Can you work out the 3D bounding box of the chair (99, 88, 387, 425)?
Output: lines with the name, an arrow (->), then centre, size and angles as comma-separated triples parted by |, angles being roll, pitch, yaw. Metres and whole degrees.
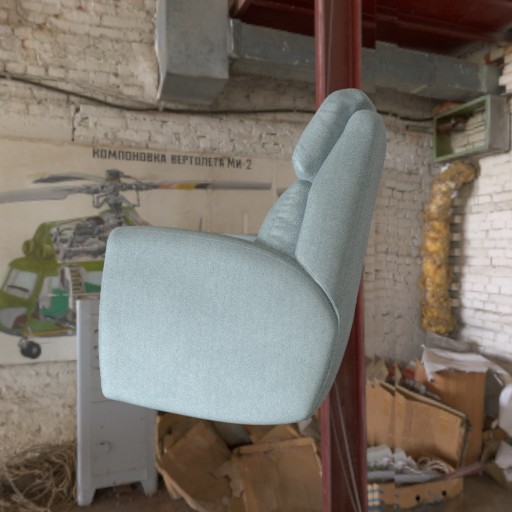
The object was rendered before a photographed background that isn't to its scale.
chair -> 0.000, 0.000, 1.670 | 0.940, 1.016, 0.794 | 0, 1, 16
